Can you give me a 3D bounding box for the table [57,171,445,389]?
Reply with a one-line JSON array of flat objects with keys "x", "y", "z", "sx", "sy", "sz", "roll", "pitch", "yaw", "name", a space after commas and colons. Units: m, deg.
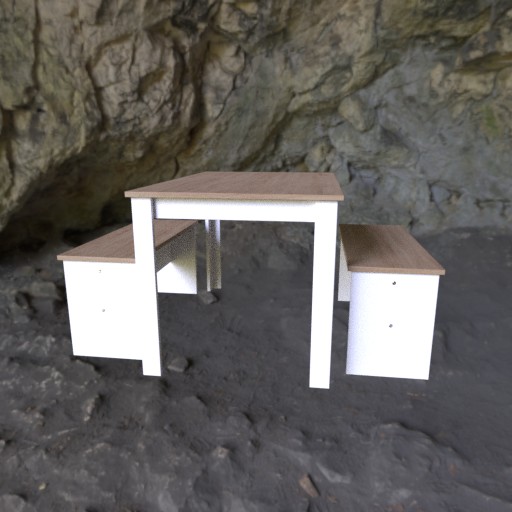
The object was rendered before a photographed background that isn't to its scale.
[{"x": 0.000, "y": 0.000, "z": 2.062, "sx": 1.443, "sy": 0.700, "sz": 1.100, "roll": 2, "pitch": 14, "yaw": 8, "name": "table"}]
